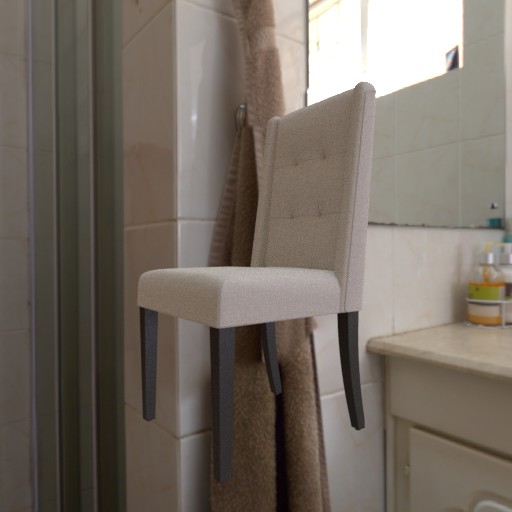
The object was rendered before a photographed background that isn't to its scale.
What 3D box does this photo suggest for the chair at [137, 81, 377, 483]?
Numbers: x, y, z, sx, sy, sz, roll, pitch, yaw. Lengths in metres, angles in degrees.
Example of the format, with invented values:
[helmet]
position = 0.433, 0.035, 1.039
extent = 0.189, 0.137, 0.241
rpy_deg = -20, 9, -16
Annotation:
[chair]
position = 0.000, 0.000, 1.252
extent = 0.523, 0.961, 0.474
rpy_deg = 0, 1, -35
